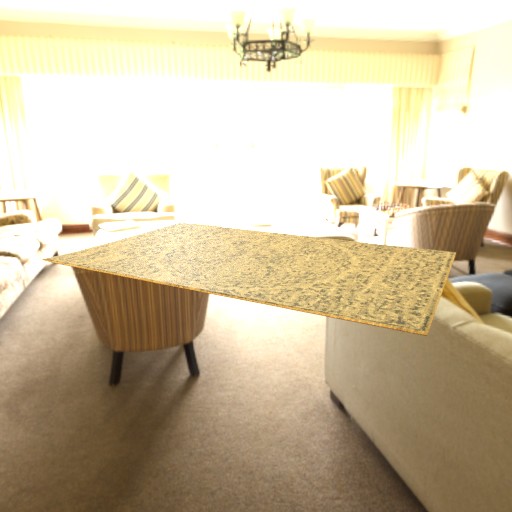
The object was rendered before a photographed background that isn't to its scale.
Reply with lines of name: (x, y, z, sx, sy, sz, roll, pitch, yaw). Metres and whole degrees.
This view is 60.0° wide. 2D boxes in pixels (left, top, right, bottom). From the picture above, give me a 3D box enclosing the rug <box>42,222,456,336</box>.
rug: (0.000, 0.000, 3.082, 2.447, 0.021, 1.527, 8, 17, 27)
